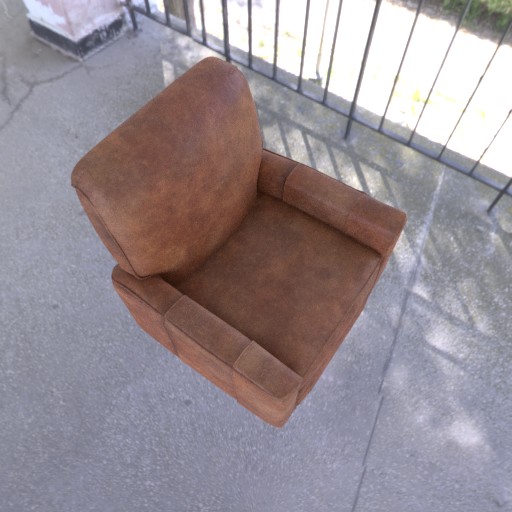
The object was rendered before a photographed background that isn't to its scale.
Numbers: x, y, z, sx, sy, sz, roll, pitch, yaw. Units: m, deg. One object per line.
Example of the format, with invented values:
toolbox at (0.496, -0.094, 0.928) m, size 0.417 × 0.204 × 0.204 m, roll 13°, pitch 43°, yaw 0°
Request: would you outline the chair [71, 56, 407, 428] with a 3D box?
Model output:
chair at (0.000, 0.000, 1.662) m, size 0.836 × 1.043 × 0.843 m, roll 32°, pitch 64°, yaw 17°
